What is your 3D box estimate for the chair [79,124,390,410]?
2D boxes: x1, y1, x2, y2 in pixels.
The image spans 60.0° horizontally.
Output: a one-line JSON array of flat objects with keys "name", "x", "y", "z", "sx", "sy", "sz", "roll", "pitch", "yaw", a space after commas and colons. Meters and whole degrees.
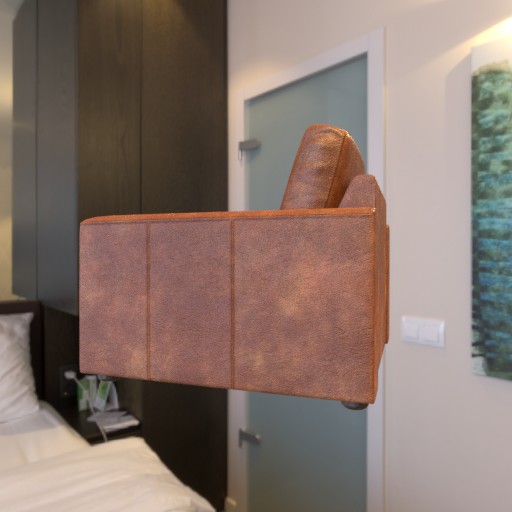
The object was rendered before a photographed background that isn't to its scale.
[{"name": "chair", "x": 0.000, "y": 0.000, "z": 1.821, "sx": 1.016, "sy": 0.873, "sz": 1.005, "roll": 0, "pitch": 1, "yaw": 19}]
